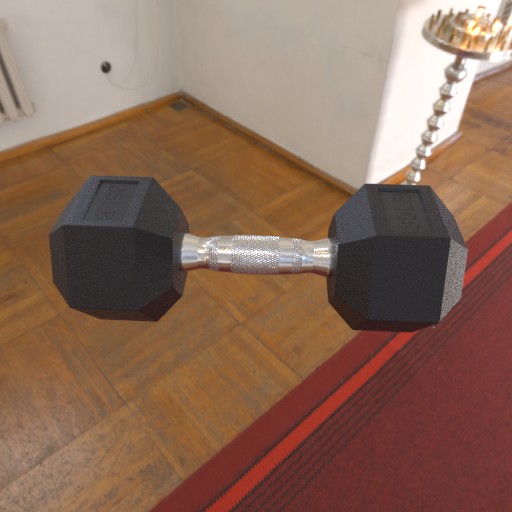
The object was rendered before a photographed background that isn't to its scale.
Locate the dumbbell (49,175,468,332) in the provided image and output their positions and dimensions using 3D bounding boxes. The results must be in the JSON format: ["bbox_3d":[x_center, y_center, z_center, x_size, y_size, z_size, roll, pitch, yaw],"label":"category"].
[{"bbox_3d":[0.000,0.000,0.417,0.356,0.123,0.141,2,44,2],"label":"dumbbell"}]
